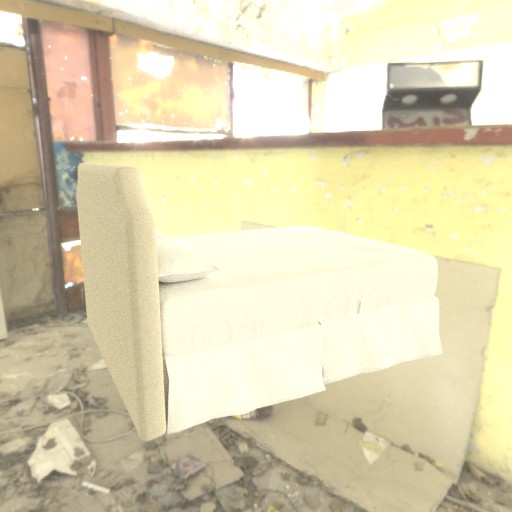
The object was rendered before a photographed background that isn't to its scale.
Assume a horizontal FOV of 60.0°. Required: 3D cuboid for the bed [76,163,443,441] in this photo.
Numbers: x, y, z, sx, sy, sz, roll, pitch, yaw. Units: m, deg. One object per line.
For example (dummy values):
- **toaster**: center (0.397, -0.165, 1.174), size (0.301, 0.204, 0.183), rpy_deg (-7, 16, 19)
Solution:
- **bed**: center (0.000, 0.000, 3.132), size (2.116, 1.290, 1.693), rpy_deg (-7, 14, -28)
